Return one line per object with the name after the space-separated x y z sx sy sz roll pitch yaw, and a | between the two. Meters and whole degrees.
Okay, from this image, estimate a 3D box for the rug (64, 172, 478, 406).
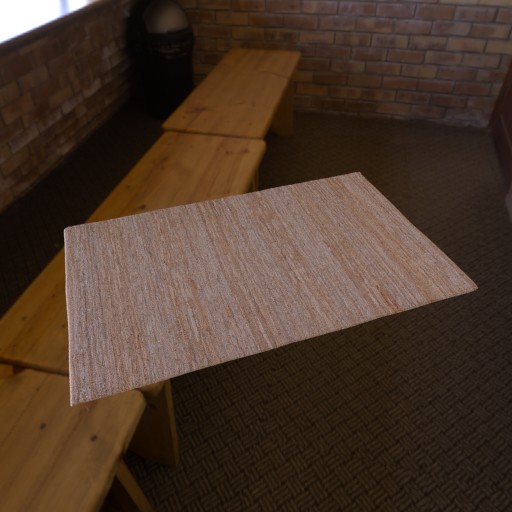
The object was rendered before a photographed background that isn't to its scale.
0.000 0.000 3.002 2.446 0.009 1.529 -13 42 -15 | rug
